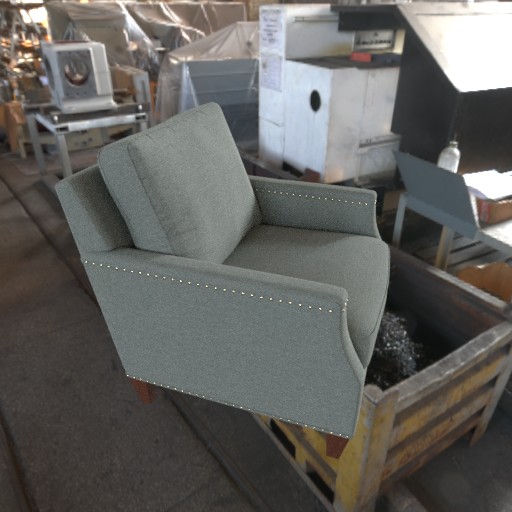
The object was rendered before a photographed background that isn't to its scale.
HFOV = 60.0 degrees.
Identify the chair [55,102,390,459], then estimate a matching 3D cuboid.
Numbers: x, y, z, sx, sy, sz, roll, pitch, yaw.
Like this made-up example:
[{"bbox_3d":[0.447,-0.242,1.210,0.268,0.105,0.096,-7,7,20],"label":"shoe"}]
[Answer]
[{"bbox_3d":[0.000,0.000,1.761,1.031,1.031,0.885,10,31,17],"label":"chair"}]
